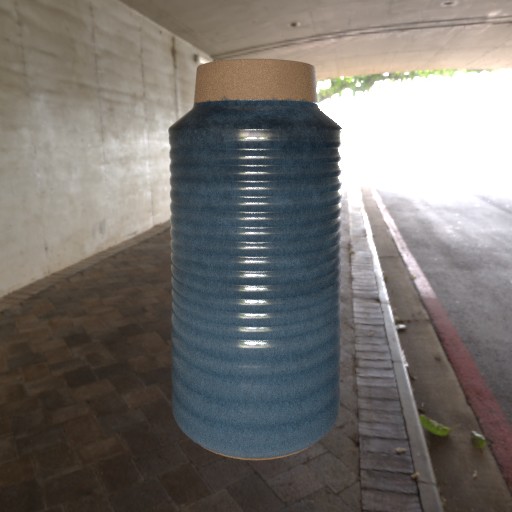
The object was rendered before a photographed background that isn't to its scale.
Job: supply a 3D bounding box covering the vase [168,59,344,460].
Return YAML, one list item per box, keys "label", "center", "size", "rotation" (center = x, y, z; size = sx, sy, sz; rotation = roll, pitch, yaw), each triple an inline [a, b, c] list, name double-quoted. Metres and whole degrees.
- label: "vase"
  center: [0.000, 0.000, 0.401]
  size: [0.163, 0.316, 0.163]
  rotation: [0, 15, 0]
